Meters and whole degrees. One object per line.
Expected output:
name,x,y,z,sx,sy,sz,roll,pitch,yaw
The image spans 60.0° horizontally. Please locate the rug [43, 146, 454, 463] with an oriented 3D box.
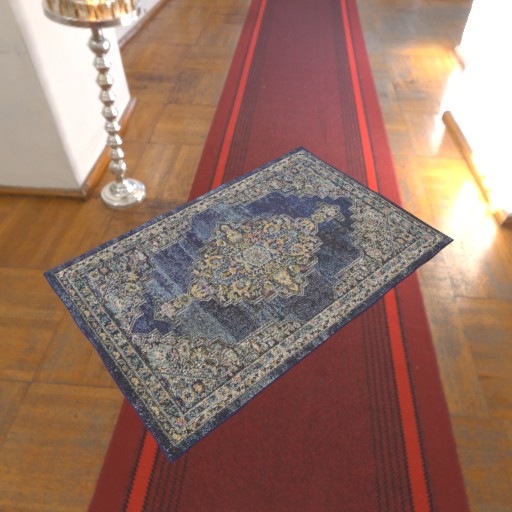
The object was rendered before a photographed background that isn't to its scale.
rug,0.000,0.000,2.281,1.781,0.012,1.184,-31,54,-26
